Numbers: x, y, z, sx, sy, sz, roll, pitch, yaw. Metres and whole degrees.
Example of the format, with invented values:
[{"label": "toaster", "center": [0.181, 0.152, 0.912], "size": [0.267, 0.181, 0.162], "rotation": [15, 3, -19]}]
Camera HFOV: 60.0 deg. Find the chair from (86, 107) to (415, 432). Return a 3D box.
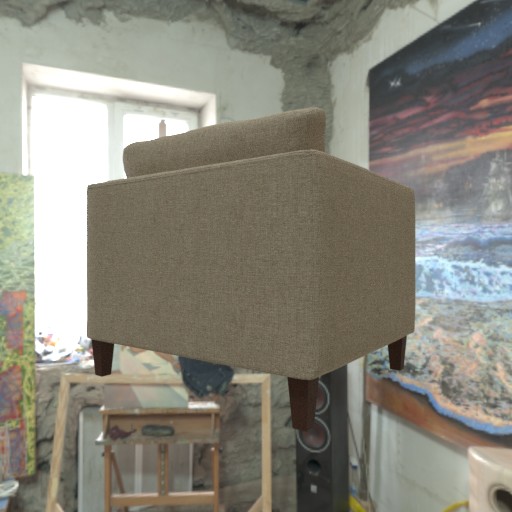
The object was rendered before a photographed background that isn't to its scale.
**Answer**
[{"label": "chair", "center": [0.000, 0.000, 1.892], "size": [1.107, 0.987, 0.959], "rotation": [0, 0, 36]}]
